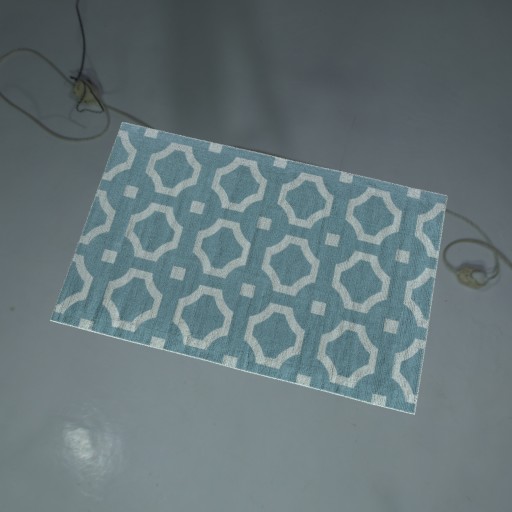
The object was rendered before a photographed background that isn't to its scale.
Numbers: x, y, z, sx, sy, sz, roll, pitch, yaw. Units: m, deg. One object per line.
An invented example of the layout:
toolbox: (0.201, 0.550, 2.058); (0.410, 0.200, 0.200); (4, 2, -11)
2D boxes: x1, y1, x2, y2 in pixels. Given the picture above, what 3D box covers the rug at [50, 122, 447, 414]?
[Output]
rug: (0.000, 0.000, 3.053); (2.443, 0.015, 1.528); (14, 76, 4)
